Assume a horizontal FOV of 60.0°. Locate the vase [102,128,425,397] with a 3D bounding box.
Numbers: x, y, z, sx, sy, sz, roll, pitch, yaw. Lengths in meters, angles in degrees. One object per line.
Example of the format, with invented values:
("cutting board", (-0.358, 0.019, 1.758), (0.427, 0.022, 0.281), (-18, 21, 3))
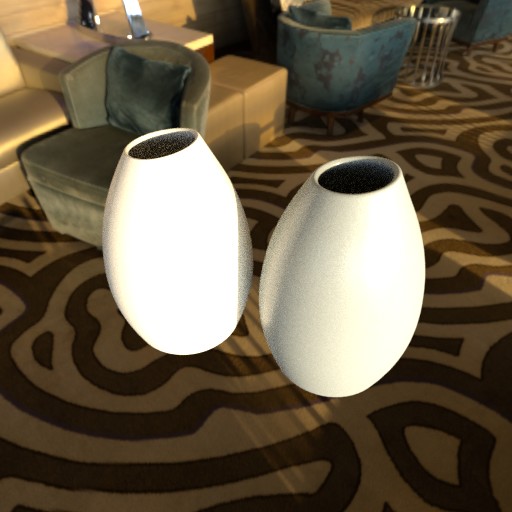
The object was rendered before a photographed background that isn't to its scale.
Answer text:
("vase", (0.000, 0.000, 0.252), (0.187, 0.131, 0.089), (12, 42, 13))
